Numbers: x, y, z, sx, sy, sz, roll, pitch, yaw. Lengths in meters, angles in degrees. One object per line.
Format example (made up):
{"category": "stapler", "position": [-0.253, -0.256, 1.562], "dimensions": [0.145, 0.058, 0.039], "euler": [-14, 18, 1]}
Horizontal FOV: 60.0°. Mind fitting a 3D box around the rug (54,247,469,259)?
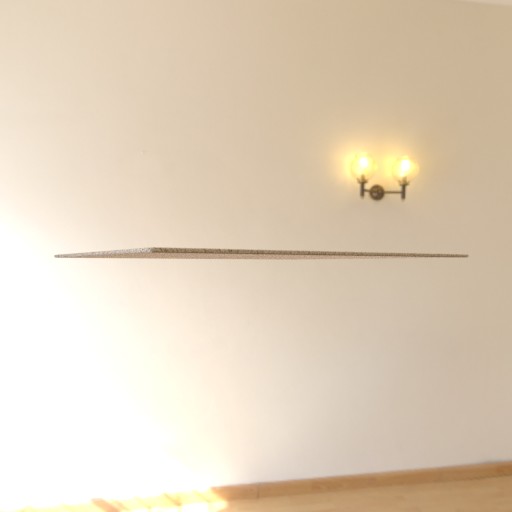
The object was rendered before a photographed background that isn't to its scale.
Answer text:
{"category": "rug", "position": [0.000, 0.000, 4.145], "dimensions": [3.047, 0.029, 2.438], "euler": [1, -1, -35]}
